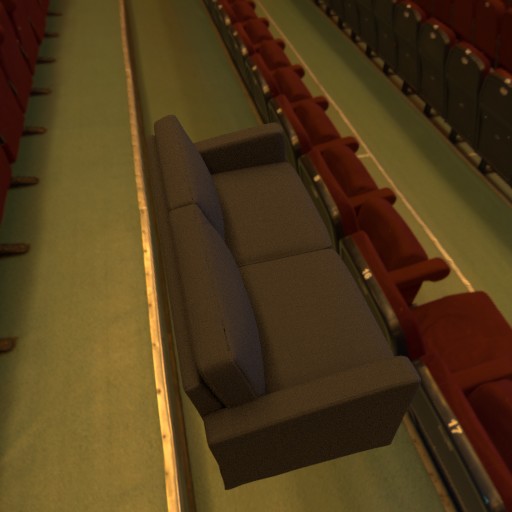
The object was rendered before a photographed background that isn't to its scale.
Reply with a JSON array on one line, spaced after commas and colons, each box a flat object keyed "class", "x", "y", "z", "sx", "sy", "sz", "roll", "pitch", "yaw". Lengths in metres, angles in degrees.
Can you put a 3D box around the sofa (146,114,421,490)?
[{"class": "sofa", "x": 0.000, "y": 0.000, "z": 2.272, "sx": 0.898, "sy": 0.839, "sz": 1.852, "roll": -10, "pitch": 47, "yaw": -10}]
